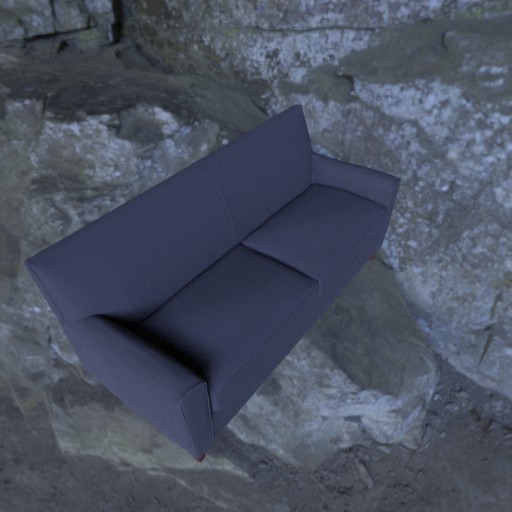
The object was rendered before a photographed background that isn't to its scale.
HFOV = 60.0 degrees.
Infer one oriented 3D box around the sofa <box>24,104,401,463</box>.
[{"bbox_3d":[0.000,0.000,2.465,0.843,0.907,2.002,26,47,27],"label":"sofa"}]
